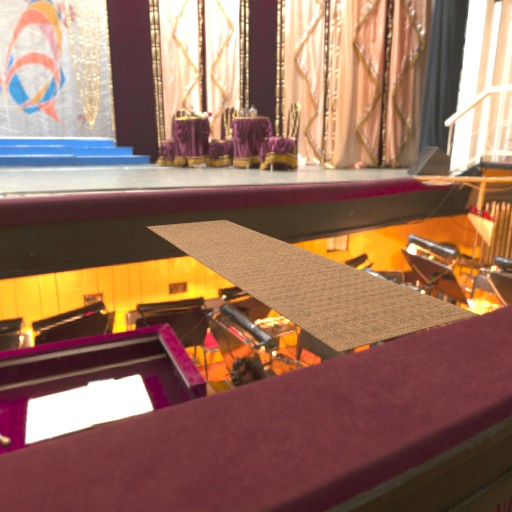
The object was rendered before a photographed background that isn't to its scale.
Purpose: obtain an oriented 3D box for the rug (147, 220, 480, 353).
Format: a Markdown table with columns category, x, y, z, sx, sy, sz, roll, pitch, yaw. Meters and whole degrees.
| category | x | y | z | sx | sy | sz | roll | pitch | yaw |
| --- | --- | --- | --- | --- | --- | --- | --- | --- | --- |
| rug | 0.000 | 0.000 | 2.616 | 0.688 | 0.005 | 2.437 | -7 | 16 | -27 |
